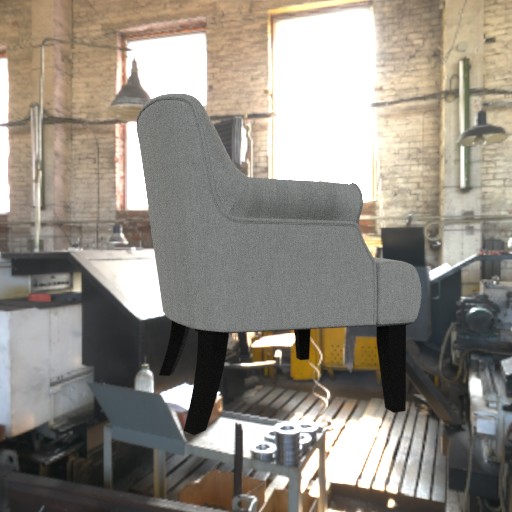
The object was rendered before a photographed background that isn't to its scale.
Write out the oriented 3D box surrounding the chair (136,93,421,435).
[{"bbox_3d":[0.000,0.000,1.461,0.755,0.880,0.772,0,1,-19],"label":"chair"}]
